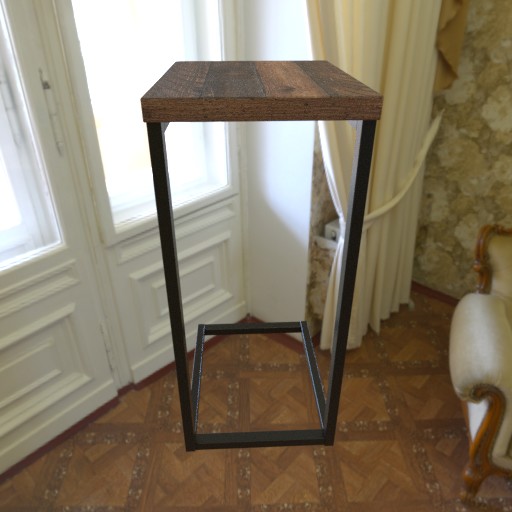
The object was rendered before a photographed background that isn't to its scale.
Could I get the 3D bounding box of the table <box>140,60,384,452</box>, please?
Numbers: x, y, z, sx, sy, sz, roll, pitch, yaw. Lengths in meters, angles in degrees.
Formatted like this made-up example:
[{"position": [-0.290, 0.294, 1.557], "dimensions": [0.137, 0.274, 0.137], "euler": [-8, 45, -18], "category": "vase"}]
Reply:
[{"position": [0.000, 0.000, 0.940], "dimensions": [0.323, 0.718, 0.414], "euler": [-1, 30, -2], "category": "table"}]
